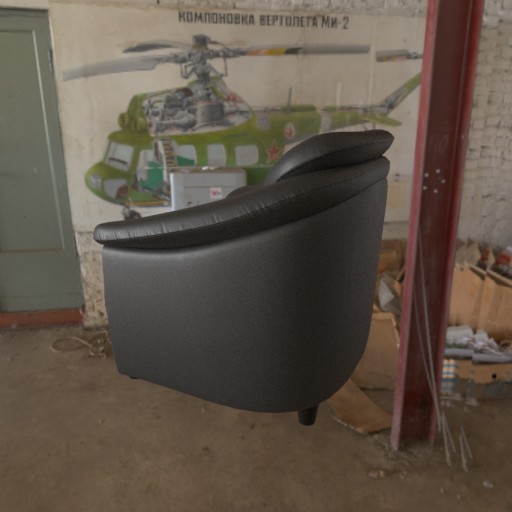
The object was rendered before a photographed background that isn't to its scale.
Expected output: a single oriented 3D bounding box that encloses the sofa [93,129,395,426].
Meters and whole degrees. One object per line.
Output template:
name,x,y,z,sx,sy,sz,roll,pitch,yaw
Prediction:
sofa,0.000,0.000,1.476,0.794,0.811,0.870,9,19,26
